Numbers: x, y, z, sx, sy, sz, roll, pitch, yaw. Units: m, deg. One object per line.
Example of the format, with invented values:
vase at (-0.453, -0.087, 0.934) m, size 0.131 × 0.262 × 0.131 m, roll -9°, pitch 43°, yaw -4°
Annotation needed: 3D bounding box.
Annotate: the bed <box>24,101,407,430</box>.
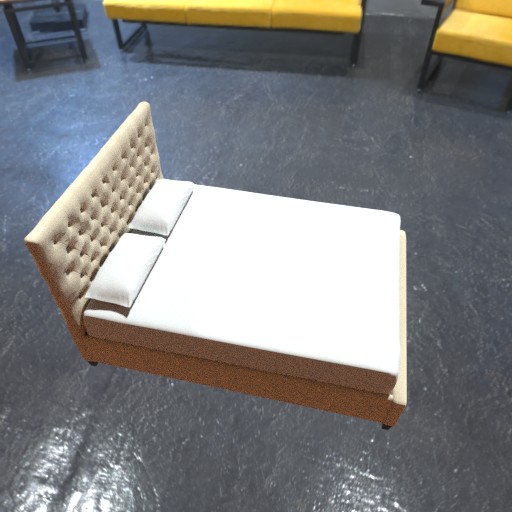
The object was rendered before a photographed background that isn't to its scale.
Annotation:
bed at (0.000, 0.000, 3.399) m, size 2.387 × 1.427 × 1.698 m, roll 9°, pitch 47°, yaw 9°
